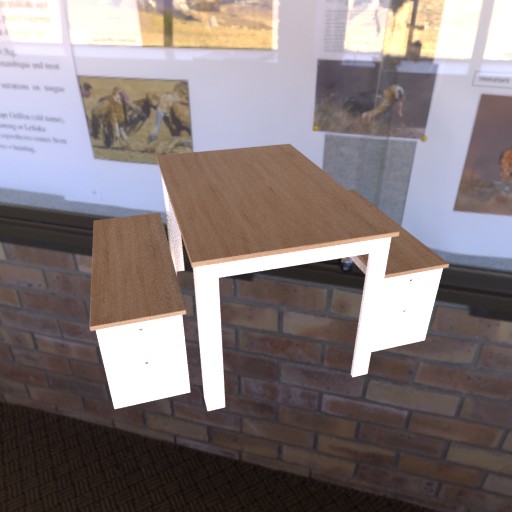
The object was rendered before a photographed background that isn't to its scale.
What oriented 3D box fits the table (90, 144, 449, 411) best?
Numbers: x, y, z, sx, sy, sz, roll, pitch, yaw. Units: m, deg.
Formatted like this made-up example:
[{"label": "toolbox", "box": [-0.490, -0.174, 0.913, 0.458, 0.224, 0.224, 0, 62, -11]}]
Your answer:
[{"label": "table", "box": [0.000, 0.000, 2.089, 1.443, 0.700, 1.100, -9, 32, -14]}]
